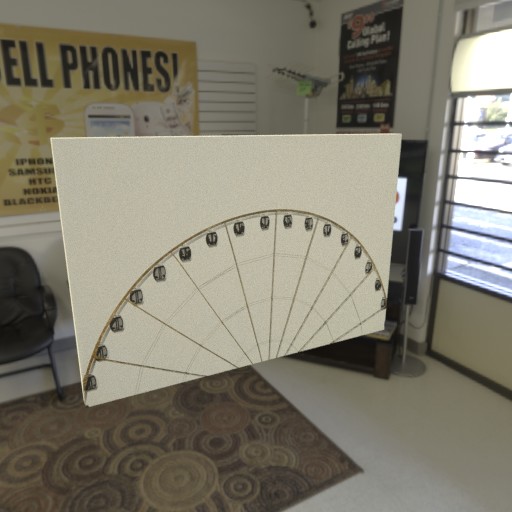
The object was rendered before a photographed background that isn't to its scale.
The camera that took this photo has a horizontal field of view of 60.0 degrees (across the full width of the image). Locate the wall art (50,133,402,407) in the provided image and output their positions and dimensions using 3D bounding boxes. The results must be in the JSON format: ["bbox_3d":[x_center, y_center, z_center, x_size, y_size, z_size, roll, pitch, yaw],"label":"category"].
[{"bbox_3d":[0.000,0.000,1.145,0.898,0.601,0.038,-8,18,-26],"label":"wall art"}]
